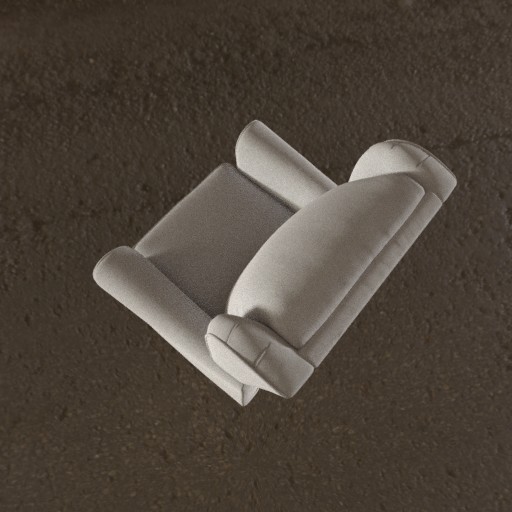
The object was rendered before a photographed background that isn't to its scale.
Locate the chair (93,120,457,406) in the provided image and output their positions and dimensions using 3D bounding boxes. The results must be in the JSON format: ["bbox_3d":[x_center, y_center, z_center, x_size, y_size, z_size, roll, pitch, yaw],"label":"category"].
[{"bbox_3d":[0.000,0.000,1.638,0.854,0.967,0.906,37,70,16],"label":"chair"}]
